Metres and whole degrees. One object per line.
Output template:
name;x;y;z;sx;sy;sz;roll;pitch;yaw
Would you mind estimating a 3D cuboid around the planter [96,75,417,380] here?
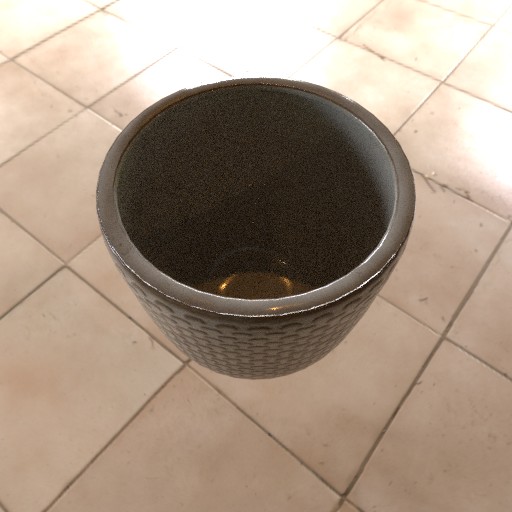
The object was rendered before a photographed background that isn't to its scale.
planter;0.000;0.000;0.351;0.197;0.191;0.197;0;58;0
